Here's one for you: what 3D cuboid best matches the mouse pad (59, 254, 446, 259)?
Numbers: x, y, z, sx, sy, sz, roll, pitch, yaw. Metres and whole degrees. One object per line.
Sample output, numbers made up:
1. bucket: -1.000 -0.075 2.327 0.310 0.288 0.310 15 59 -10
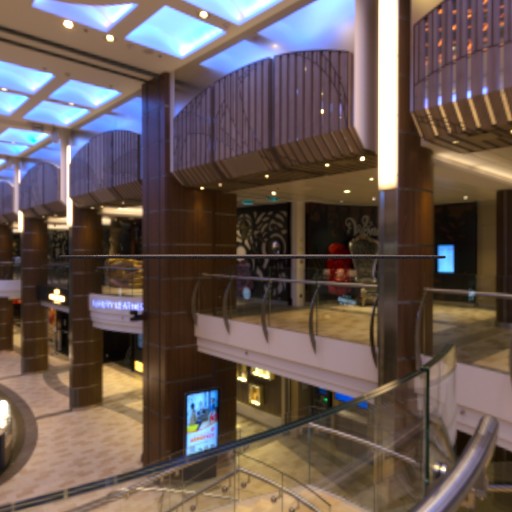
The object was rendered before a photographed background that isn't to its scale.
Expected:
1. mouse pad: 0.000 0.000 0.446 0.269 0.002 0.315 0 0 2
